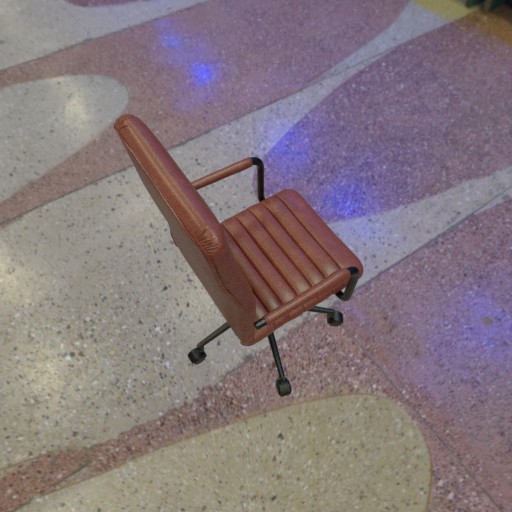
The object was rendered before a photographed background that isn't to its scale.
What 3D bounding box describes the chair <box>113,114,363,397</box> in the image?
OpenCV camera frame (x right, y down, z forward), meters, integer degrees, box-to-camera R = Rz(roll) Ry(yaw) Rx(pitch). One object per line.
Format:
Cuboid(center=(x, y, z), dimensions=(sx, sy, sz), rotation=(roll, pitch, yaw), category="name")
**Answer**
Cuboid(center=(0.000, 0.000, 1.308), dimensions=(0.580, 0.979, 0.608), rotation=(-29, 63, -17), category="chair")
